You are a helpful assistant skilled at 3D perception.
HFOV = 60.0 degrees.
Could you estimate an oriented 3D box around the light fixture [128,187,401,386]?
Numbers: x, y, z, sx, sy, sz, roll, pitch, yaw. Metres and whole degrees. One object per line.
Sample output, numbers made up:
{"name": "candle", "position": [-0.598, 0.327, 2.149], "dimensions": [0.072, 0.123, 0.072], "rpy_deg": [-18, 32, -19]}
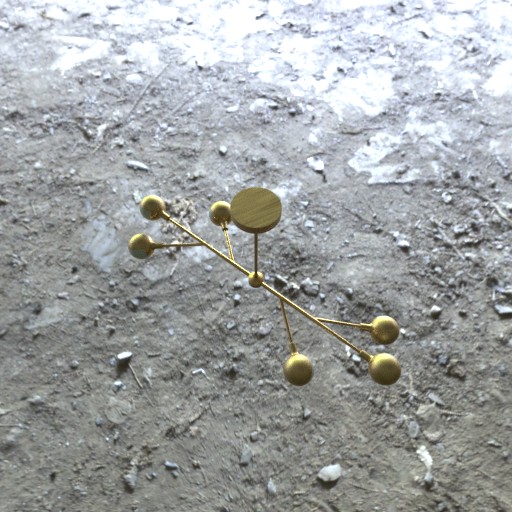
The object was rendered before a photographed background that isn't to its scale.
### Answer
{"name": "light fixture", "position": [0.000, 0.000, 1.018], "dimensions": [0.434, 0.362, 0.778], "rpy_deg": [-31, 63, -18]}
